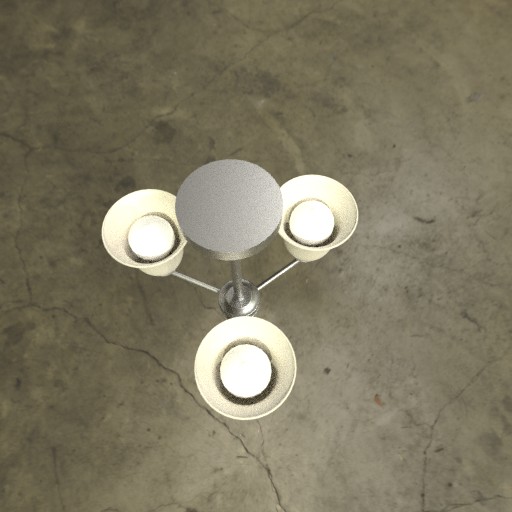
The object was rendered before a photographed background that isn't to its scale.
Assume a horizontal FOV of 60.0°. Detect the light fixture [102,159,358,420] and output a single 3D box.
[{"bbox_3d":[0.000,0.000,0.669,0.354,0.370,0.388,-34,69,-14],"label":"light fixture"}]
